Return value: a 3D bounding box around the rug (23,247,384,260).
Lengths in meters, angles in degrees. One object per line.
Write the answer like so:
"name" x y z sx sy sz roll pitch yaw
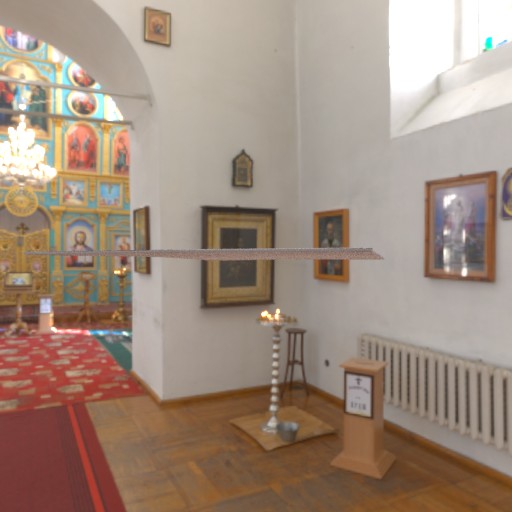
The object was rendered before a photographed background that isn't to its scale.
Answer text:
"rug" 0.000 0.000 2.953 1.604 0.030 2.307 0 -1 17
